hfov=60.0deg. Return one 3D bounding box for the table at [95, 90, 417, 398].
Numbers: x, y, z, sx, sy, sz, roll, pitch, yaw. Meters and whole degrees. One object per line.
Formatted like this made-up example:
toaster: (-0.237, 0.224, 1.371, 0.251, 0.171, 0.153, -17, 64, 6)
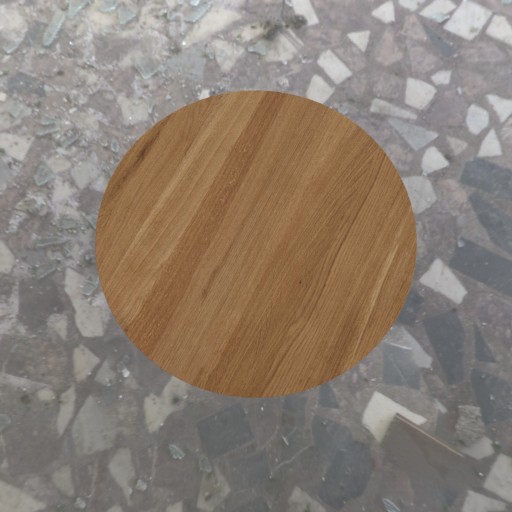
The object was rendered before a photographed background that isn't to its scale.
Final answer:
table: (0.000, 0.000, 1.757, 1.038, 0.666, 1.038, 0, 75, 0)
